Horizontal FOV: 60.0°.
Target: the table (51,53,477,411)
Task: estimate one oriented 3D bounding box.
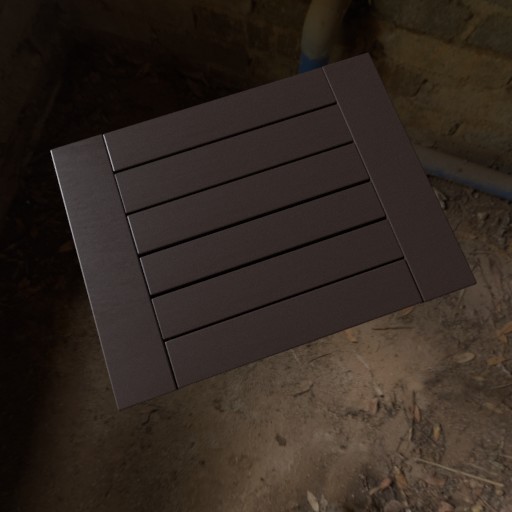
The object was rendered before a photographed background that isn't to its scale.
[{"bbox_3d":[0.000,0.000,1.039,0.602,0.605,0.460,-19,77,-4],"label":"table"}]
